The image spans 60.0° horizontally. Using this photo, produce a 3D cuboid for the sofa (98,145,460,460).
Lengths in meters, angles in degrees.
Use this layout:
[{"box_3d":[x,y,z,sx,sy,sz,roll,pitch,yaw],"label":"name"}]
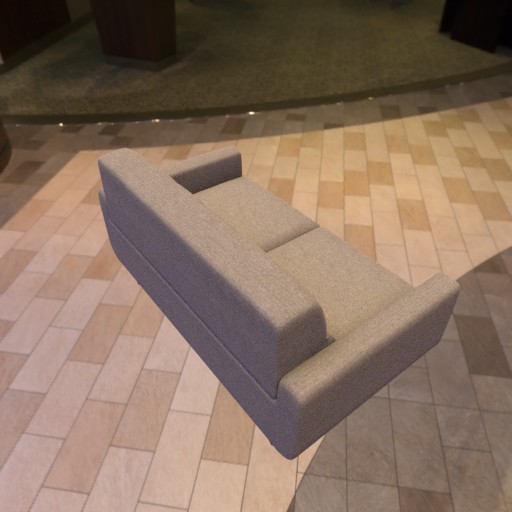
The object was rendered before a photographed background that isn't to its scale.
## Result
[{"box_3d":[0.000,0.000,2.180,0.909,0.841,1.631,-26,46,-28],"label":"sofa"}]
